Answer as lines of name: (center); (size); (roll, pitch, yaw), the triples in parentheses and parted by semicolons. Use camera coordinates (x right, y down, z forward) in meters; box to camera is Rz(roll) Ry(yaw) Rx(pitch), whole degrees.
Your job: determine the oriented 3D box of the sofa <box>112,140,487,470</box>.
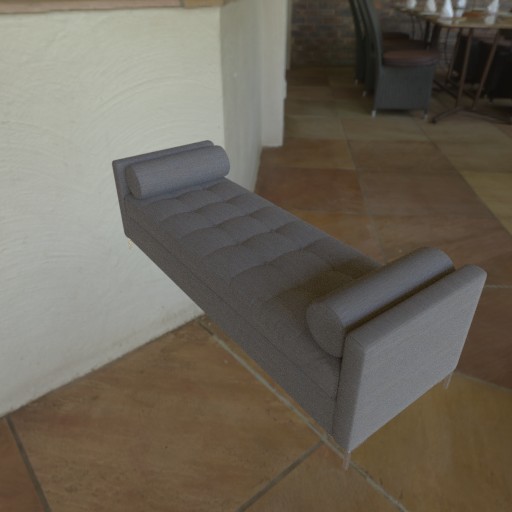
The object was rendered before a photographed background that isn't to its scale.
sofa: (0.000, 0.000, 2.299); (0.686, 0.635, 1.981); (-22, 38, -31)
